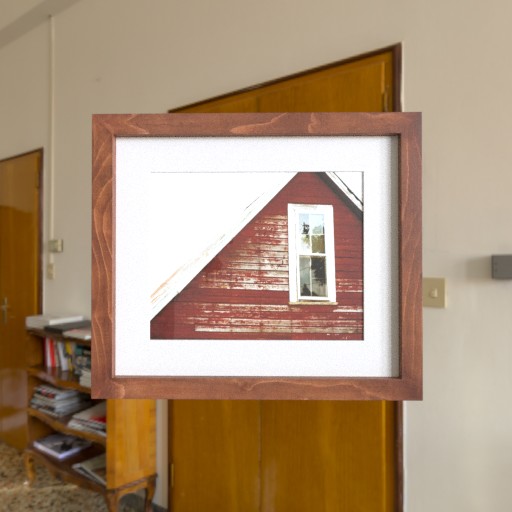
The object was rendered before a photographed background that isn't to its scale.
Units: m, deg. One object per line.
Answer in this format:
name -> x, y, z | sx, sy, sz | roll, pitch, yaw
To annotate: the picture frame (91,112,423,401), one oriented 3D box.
picture frame -> 0.000, 0.000, 0.522 | 0.381, 0.330, 0.025 | 0, -1, 1
